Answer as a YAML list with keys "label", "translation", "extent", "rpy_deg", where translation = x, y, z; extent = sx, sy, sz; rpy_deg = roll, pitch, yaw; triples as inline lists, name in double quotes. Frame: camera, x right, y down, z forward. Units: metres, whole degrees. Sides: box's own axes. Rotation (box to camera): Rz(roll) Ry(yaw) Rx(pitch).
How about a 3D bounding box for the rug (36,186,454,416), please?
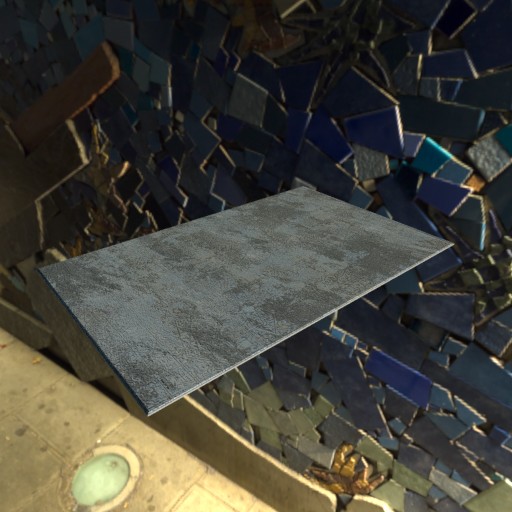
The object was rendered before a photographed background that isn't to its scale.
- label: "rug"
  translation: [0.000, 0.000, 3.029]
  extent: [2.431, 0.012, 1.536]
  rpy_deg: [-22, 36, -34]
